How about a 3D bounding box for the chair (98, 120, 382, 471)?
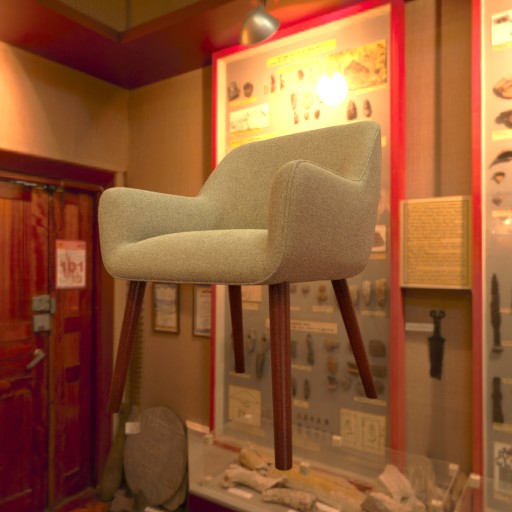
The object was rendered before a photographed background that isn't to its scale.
[{"bbox_3d":[0.000,0.000,1.227,0.610,0.813,0.610,0,0,36],"label":"chair"}]
